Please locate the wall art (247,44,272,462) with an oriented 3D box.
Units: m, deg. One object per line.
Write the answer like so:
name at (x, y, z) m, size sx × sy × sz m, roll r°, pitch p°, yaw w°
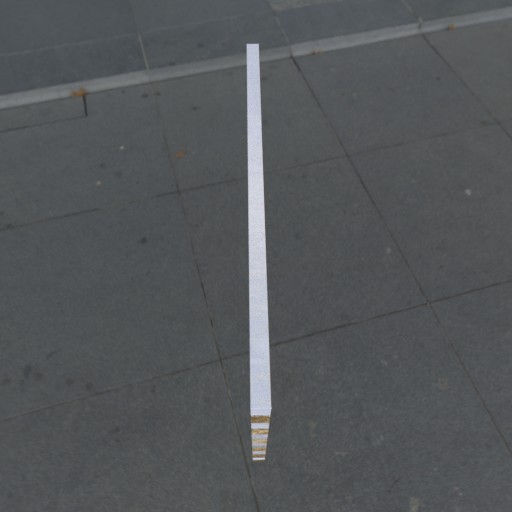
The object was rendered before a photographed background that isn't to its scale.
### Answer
wall art at (0.000, 0.000, 1.458) m, size 0.041 × 0.762 × 1.145 m, roll -1°, pitch 58°, yaw -1°
